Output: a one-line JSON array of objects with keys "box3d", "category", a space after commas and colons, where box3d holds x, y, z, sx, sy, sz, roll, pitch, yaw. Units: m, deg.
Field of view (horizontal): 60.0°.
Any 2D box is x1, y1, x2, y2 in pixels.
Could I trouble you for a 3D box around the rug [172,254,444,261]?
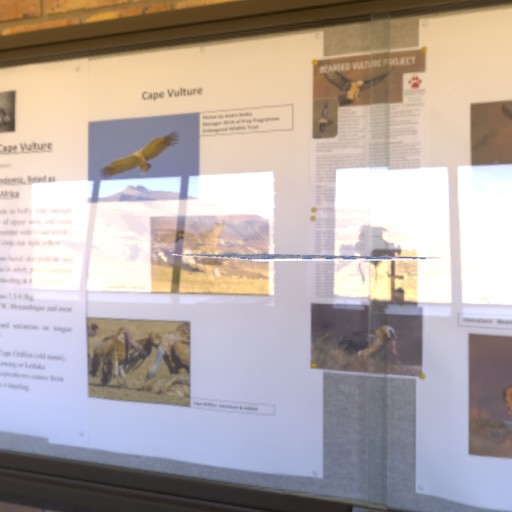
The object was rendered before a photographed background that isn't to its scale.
[{"box3d": [0.000, 0.000, 2.731, 0.768, 0.011, 2.446, 0, 1, -17], "category": "rug"}]
